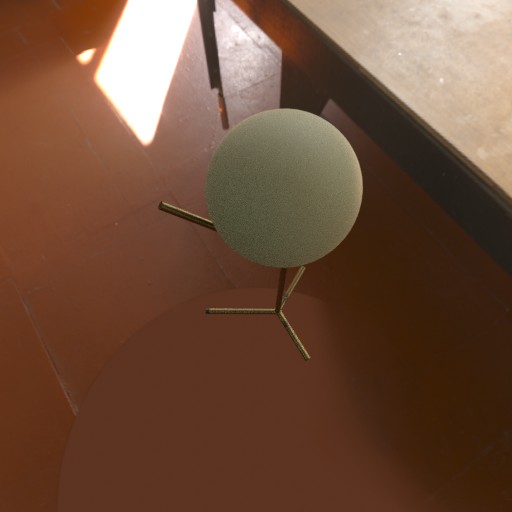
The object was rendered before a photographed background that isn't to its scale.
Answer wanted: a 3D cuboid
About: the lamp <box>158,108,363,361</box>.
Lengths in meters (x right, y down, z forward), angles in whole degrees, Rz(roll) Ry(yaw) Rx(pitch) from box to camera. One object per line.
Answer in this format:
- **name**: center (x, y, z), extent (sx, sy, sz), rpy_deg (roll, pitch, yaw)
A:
- **lamp**: center (0.000, 0.000, 0.697), extent (0.251, 0.552, 0.210), rpy_deg (0, 64, 0)
